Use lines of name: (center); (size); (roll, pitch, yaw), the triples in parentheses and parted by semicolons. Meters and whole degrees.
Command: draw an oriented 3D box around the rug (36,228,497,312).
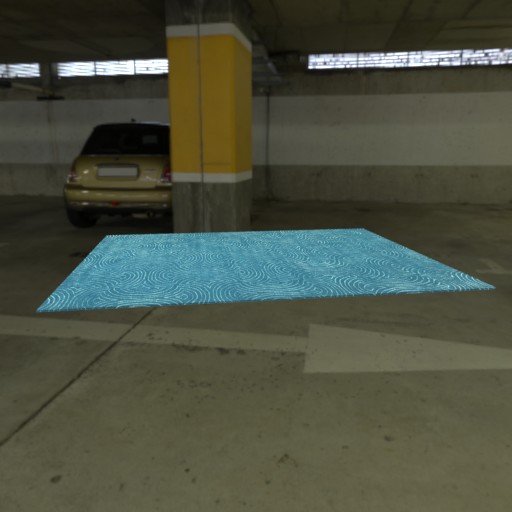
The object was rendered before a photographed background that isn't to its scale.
rug: (0.000, 0.000, 4.040); (3.033, 0.012, 2.432); (-2, 14, -8)
